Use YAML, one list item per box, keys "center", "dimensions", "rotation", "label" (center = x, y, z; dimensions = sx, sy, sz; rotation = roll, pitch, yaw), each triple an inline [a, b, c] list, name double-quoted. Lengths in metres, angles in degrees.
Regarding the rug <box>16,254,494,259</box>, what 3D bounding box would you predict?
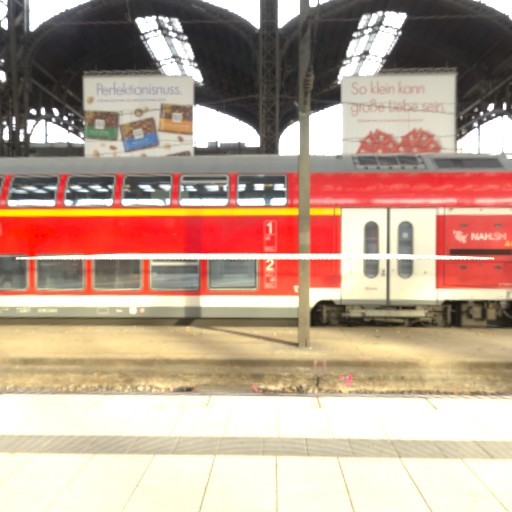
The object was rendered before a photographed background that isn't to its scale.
- center: [0.000, 0.000, 2.282]
  dimensions: [1.815, 0.007, 1.226]
  rotation: [0, 1, 0]
  label: "rug"
